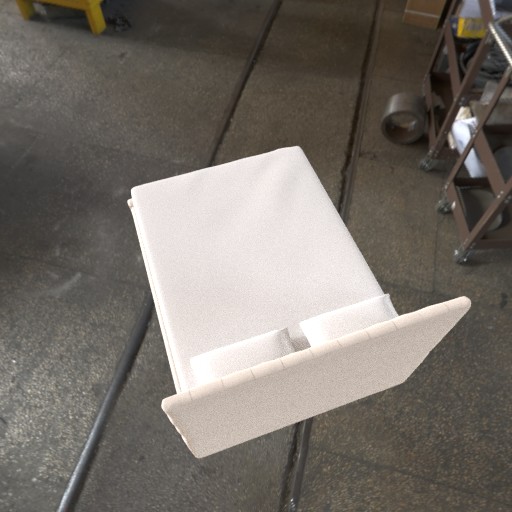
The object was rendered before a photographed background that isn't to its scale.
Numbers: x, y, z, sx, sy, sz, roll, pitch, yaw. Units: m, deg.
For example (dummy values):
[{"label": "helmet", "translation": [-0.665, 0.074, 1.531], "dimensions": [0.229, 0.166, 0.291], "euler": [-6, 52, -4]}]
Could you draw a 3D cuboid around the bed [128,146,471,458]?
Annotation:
[{"label": "bed", "translation": [0.000, 0.000, 3.350], "dimensions": [1.696, 1.426, 2.233], "euler": [-16, 59, -10]}]
